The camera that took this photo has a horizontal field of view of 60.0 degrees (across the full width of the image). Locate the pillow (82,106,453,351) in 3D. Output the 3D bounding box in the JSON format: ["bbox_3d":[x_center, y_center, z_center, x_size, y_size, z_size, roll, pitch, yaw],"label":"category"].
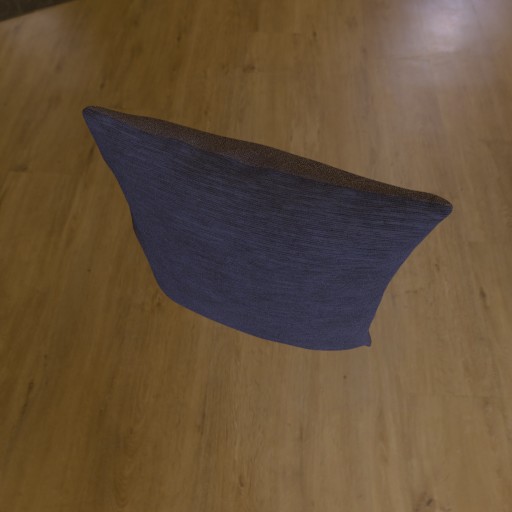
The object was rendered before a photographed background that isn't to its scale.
[{"bbox_3d":[0.000,0.000,0.687,0.452,0.439,0.204,17,61,10],"label":"pillow"}]
